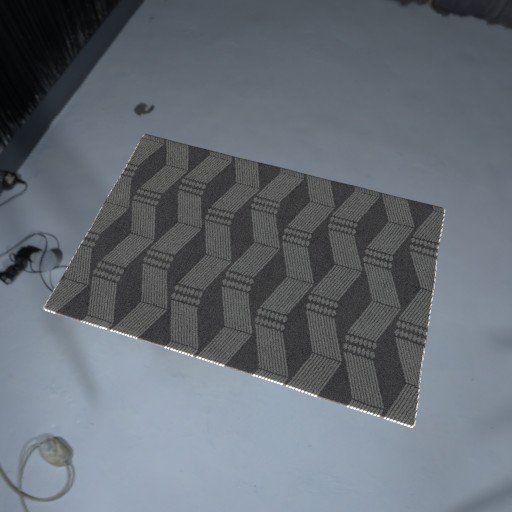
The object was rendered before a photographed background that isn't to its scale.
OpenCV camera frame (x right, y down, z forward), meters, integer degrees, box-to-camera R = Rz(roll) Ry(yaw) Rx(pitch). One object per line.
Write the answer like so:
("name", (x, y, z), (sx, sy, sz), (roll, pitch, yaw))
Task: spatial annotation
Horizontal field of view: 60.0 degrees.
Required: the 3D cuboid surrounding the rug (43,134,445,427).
("rug", (0.000, 0.000, 2.332), (1.833, 0.016, 1.210), (16, 63, 8))
